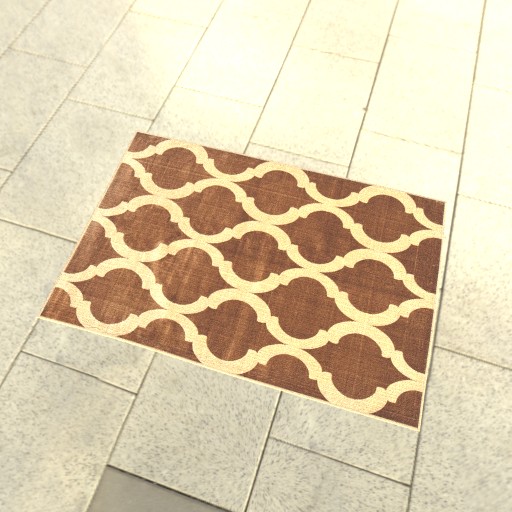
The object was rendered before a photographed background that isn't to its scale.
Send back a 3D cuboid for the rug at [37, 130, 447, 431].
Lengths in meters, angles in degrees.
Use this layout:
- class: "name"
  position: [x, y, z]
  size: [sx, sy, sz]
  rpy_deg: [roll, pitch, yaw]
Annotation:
- class: "rug"
  position: [0.000, 0.000, 2.832]
  size: [2.290, 0.014, 1.526]
  rpy_deg: [15, 64, 7]
